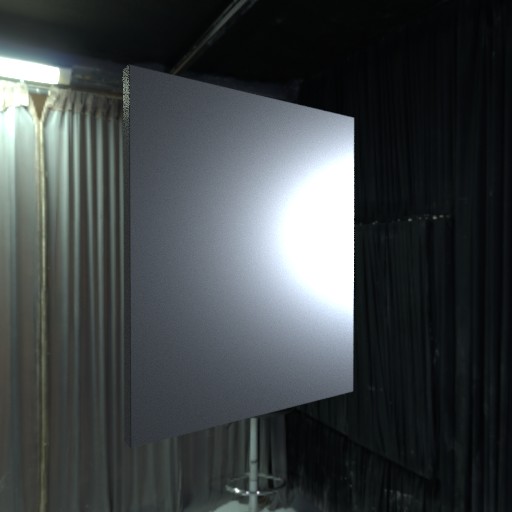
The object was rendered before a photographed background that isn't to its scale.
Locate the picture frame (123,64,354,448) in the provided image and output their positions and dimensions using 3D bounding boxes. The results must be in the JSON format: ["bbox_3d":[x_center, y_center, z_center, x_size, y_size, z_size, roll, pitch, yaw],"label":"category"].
[{"bbox_3d":[0.000,0.000,0.783,0.460,0.556,0.028,-1,1,-34],"label":"picture frame"}]
